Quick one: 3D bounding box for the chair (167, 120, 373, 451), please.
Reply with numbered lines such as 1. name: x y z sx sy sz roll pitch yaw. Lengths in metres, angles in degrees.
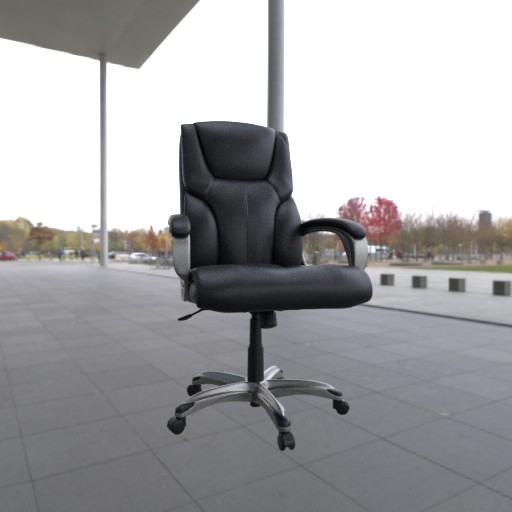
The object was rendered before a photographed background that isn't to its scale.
1. chair: 0.000 0.000 1.621 0.663 1.155 0.739 0 1 -17
